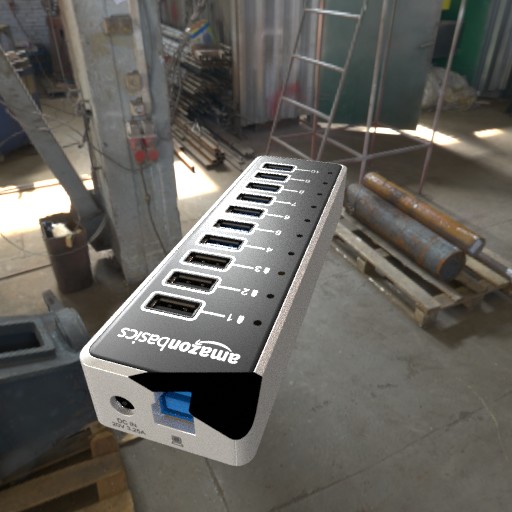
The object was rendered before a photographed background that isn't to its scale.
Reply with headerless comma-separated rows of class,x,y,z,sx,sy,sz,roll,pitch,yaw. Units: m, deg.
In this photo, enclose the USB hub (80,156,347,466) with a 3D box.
USB hub,0.000,0.000,0.162,0.044,0.023,0.145,10,34,15
